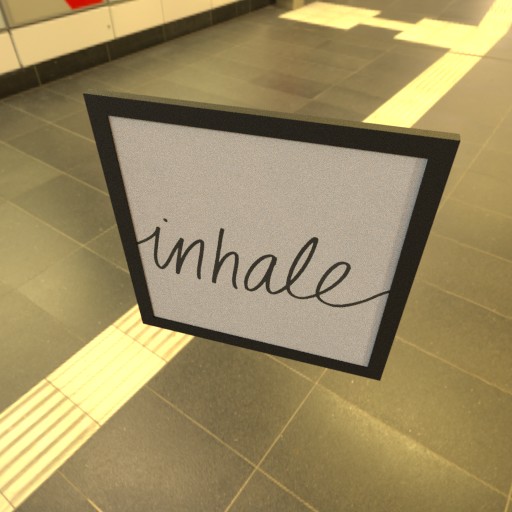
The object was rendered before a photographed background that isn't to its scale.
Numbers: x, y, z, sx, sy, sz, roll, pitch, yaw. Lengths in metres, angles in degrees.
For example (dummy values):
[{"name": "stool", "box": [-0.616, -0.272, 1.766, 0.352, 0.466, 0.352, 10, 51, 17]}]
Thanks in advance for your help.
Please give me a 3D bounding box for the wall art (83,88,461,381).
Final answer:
[{"name": "wall art", "box": [0.000, 0.000, 0.526, 0.356, 0.356, 0.013, 11, 43, 12]}]
